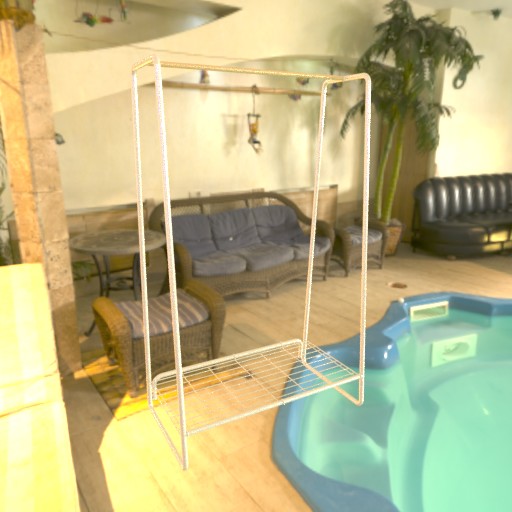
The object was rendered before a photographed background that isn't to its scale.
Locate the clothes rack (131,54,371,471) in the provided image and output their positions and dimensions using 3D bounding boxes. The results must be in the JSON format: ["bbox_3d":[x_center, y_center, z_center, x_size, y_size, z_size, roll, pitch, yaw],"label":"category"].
[{"bbox_3d":[0.000,0.000,1.911,0.900,1.500,0.495,-8,17,-28],"label":"clothes rack"}]
